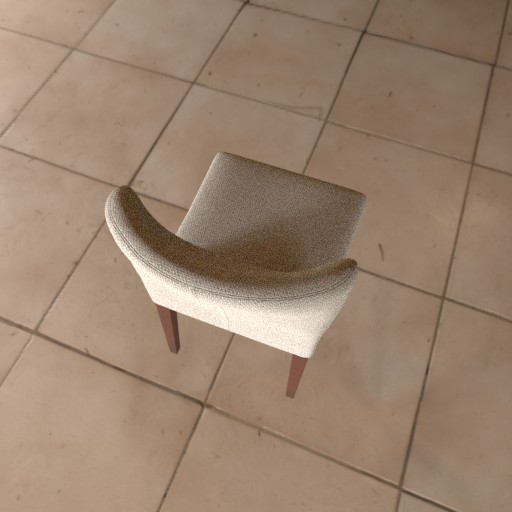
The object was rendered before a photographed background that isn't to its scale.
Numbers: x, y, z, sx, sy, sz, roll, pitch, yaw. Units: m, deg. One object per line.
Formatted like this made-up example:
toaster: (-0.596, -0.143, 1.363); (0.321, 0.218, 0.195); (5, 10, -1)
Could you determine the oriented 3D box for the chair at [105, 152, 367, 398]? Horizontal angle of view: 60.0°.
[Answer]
chair: (0.000, 0.000, 1.204); (0.491, 0.839, 0.589); (18, 65, 9)
